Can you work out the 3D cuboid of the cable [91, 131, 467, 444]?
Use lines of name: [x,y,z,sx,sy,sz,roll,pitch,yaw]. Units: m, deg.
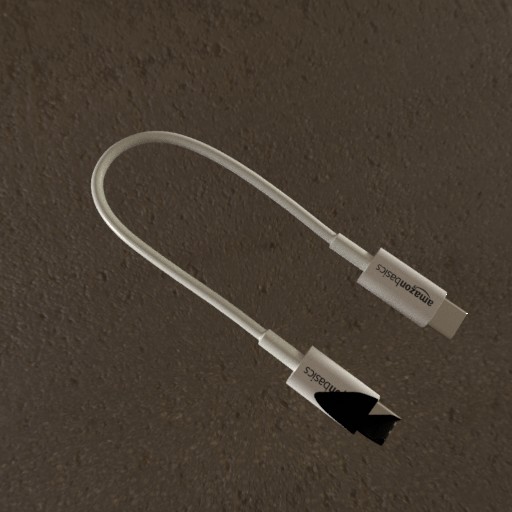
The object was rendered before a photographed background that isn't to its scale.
cable: [0.000,0.000,0.111,0.098,0.005,0.041,36,78,9]
